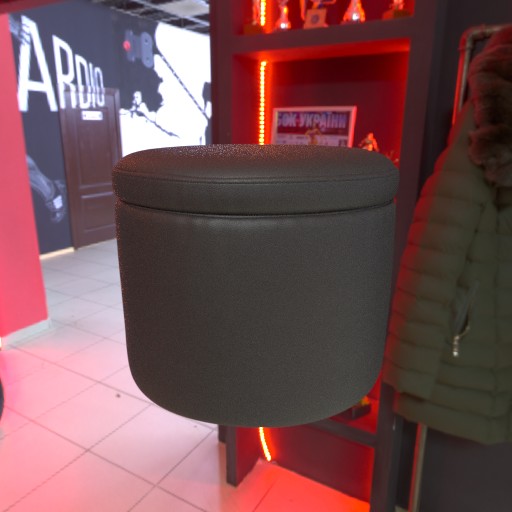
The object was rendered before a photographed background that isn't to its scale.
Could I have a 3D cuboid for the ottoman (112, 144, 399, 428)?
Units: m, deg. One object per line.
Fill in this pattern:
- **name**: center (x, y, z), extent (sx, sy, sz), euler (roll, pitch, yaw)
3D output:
- **ottoman**: center (0.000, 0.000, 0.843), extent (0.500, 0.409, 0.500), euler (0, 16, 0)
